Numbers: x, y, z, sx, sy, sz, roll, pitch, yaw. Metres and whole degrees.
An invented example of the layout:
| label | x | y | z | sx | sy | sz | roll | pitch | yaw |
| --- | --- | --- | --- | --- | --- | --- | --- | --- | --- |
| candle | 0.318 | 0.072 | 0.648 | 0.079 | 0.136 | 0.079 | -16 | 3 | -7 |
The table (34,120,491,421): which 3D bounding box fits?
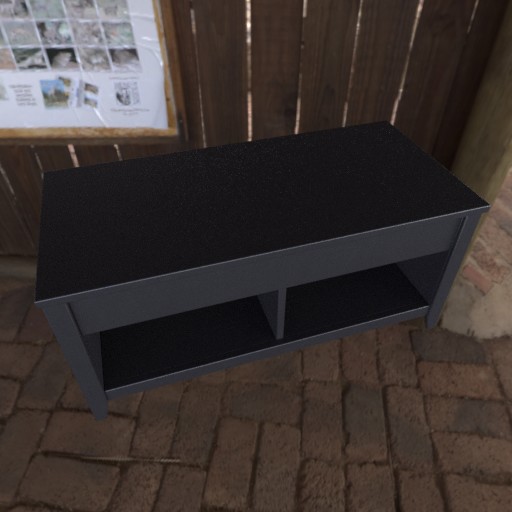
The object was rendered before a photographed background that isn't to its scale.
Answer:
| label | x | y | z | sx | sy | sz | roll | pitch | yaw |
| --- | --- | --- | --- | --- | --- | --- | --- | --- | --- |
| table | 0.000 | 0.000 | 1.257 | 1.016 | 0.457 | 0.483 | -12 | 43 | -13 |
